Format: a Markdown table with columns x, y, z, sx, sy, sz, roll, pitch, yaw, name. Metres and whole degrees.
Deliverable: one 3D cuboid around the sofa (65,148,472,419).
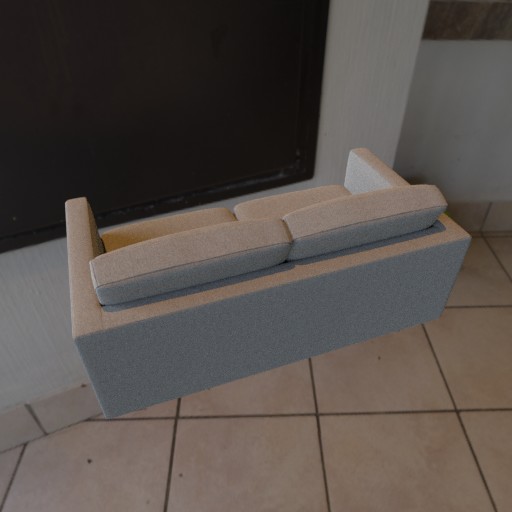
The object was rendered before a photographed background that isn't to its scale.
| x | y | z | sx | sy | sz | roll | pitch | yaw | name |
| --- | --- | --- | --- | --- | --- | --- | --- | --- | --- |
| 0.000 | 0.000 | 2.305 | 1.731 | 0.900 | 1.000 | -13 | 42 | -15 | sofa |
